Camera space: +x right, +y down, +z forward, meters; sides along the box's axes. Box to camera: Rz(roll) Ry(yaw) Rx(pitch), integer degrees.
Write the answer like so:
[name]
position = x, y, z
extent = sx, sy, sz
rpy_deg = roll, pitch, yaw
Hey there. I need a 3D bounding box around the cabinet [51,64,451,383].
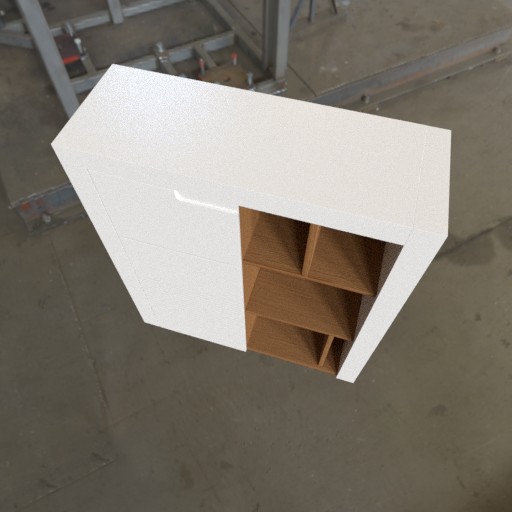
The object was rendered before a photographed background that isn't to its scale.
[cabinet]
position = 0.000, 0.000, 1.630
extent = 0.990, 1.150, 0.348
rpy_deg = 14, 59, 9
